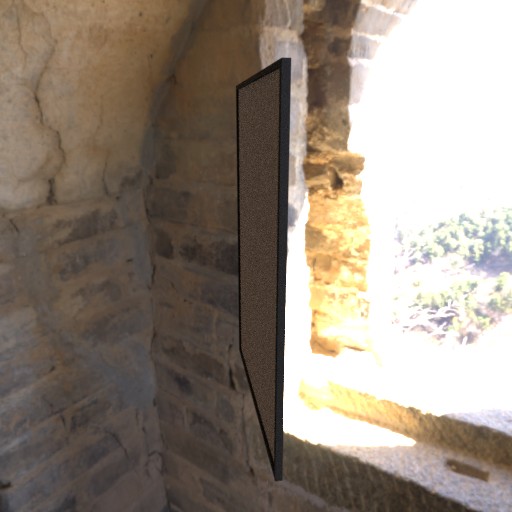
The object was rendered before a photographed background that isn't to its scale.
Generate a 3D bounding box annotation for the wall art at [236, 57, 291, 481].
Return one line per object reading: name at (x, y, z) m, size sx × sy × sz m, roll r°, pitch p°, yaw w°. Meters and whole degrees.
wall art at (0.000, 0.000, 0.873) m, size 0.013 × 0.660 × 0.460 m, roll -3°, pitch 17°, yaw -9°
